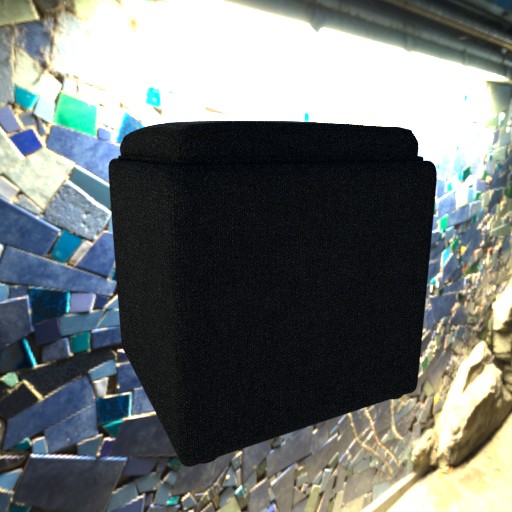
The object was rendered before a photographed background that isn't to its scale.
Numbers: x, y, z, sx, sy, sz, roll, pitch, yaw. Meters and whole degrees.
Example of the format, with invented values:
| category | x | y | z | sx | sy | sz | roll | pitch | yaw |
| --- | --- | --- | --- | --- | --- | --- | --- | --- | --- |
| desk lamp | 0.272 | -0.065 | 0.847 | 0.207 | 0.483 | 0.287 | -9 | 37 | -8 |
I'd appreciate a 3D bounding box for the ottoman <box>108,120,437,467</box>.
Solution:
| category | x | y | z | sx | sy | sz | roll | pitch | yaw |
| --- | --- | --- | --- | --- | --- | --- | --- | --- | --- |
| ottoman | 0.000 | 0.000 | 0.847 | 0.454 | 0.493 | 0.436 | -7 | 15 | -26 |
